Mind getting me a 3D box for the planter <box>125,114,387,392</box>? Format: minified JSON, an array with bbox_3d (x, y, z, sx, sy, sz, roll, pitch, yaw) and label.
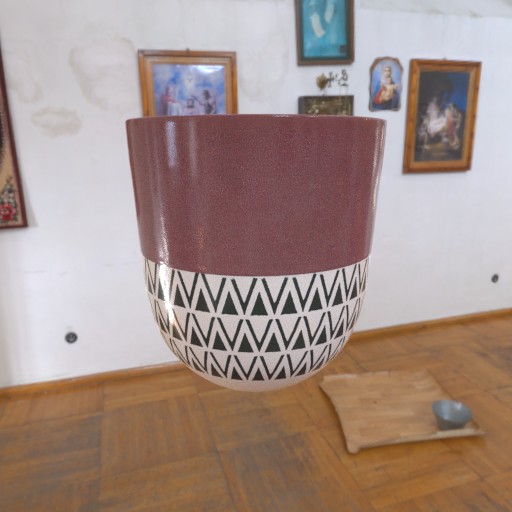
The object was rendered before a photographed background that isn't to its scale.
[{"bbox_3d":[0.000,0.000,0.369,0.195,0.214,0.195,0,14,0],"label":"planter"}]
